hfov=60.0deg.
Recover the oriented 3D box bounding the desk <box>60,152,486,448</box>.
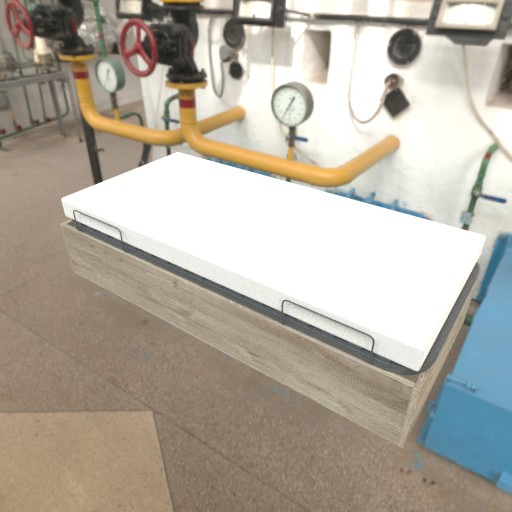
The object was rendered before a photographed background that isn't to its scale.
[{"bbox_3d":[0.000,0.000,2.205,1.900,0.455,0.900,21,38,29],"label":"desk"}]
